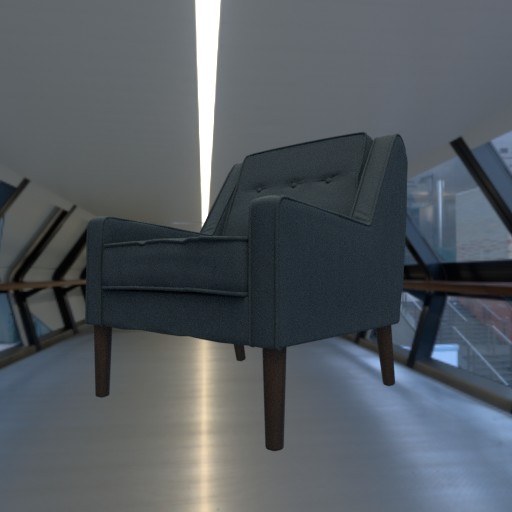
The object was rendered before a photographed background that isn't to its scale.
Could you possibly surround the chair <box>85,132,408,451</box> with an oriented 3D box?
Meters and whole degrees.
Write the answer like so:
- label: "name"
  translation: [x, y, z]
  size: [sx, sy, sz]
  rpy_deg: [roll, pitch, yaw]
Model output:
- label: "chair"
  translation: [0.000, 0.000, 1.305]
  size: [0.663, 0.780, 0.733]
  rpy_deg: [-1, -2, 38]
